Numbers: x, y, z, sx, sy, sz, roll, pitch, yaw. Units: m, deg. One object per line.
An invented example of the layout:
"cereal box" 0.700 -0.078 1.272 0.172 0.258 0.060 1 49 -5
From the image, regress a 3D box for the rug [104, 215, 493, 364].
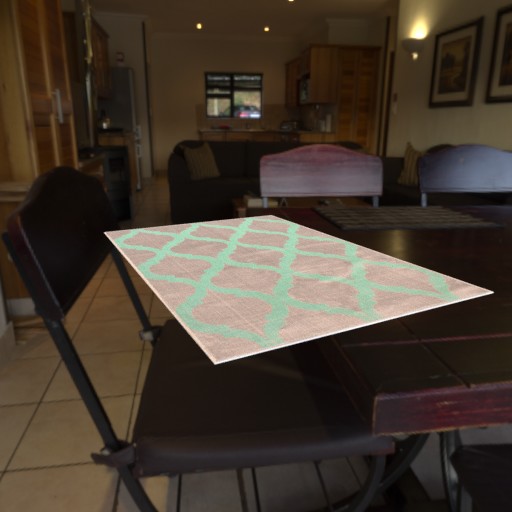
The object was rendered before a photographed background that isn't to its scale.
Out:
"rug" 0.000 0.000 2.880 1.524 0.006 2.286 -8 18 -26
